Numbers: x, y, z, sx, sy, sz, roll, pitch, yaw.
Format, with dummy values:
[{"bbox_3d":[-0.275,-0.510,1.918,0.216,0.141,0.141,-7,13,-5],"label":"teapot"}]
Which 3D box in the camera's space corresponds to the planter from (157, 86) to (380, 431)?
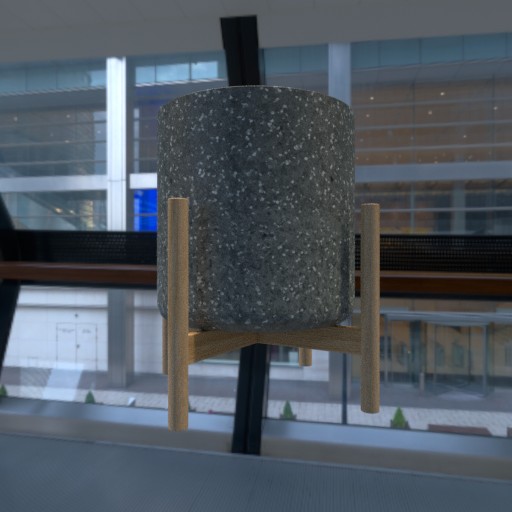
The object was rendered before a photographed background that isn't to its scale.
[{"bbox_3d":[0.000,0.000,0.696,0.360,0.419,0.360,0,0,-36],"label":"planter"}]
